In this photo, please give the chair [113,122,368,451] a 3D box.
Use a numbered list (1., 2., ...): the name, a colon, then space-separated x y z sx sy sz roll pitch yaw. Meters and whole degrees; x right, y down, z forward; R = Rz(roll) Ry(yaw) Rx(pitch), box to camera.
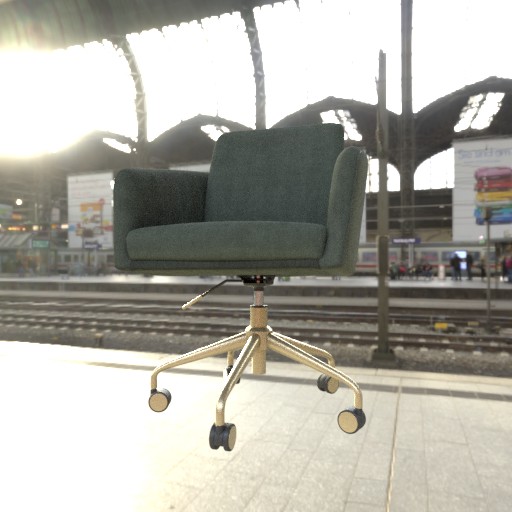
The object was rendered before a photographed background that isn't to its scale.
1. chair: 0.000 0.000 1.290 0.641 0.908 0.635 0 -1 17
